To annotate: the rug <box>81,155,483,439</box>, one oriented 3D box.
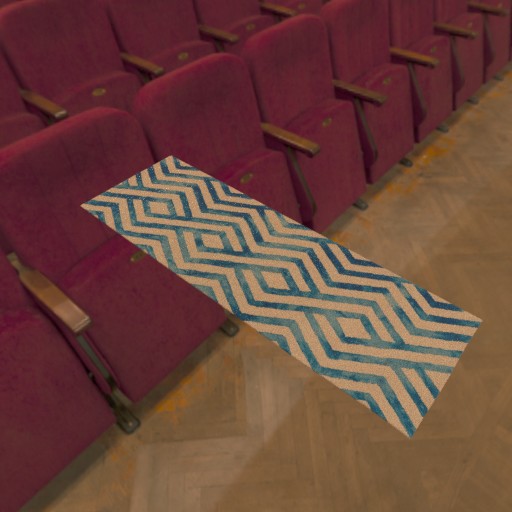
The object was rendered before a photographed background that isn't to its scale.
[{"bbox_3d":[0.000,0.000,1.632,1.492,0.007,0.503,31,53,27],"label":"rug"}]
